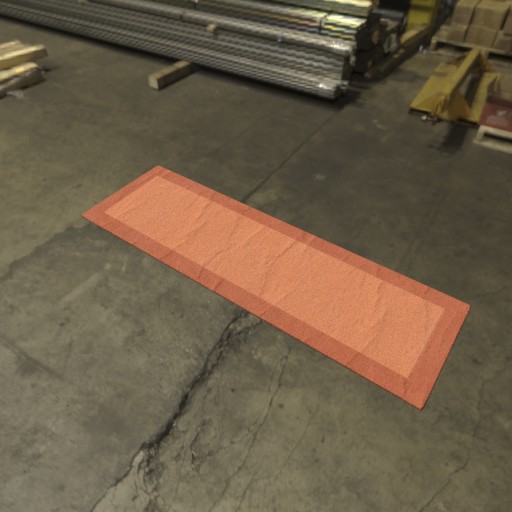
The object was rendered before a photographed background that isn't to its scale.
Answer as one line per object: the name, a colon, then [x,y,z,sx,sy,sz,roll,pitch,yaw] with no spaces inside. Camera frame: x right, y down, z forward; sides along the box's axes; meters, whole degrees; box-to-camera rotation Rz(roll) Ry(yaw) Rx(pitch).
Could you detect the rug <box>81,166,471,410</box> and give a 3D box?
rug: [0.000,0.000,2.763,2.471,0.013,0.914,24,49,22]
